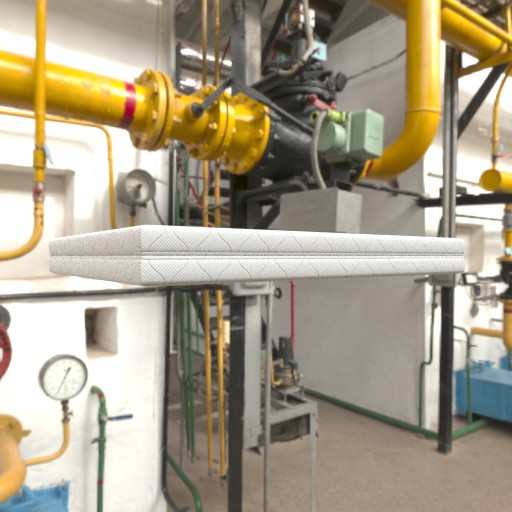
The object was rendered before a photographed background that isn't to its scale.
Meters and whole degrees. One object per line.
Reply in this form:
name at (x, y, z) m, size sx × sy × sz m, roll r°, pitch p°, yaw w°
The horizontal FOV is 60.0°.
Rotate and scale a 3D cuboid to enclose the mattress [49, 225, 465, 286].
mattress at (0.000, 0.000, 2.503) m, size 1.900 × 0.200 × 1.400 m, roll 0°, pitch 0°, yaw -36°
